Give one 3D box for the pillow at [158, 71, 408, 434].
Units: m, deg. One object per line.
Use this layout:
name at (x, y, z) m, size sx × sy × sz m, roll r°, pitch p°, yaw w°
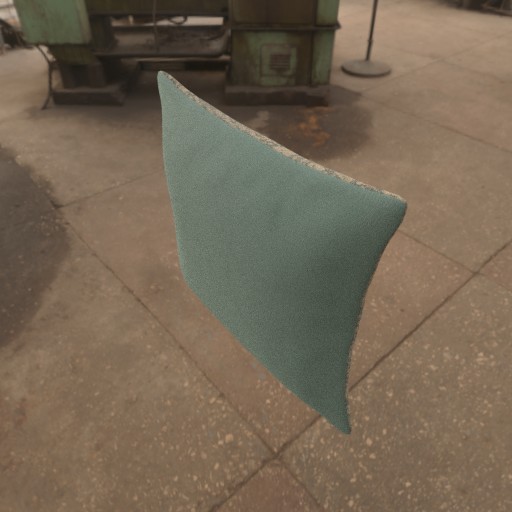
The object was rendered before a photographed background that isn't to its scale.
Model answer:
pillow at (0.000, 0.000, 0.786) m, size 0.166 × 0.507 × 0.526 m, roll -28°, pitch 48°, yaw -28°
